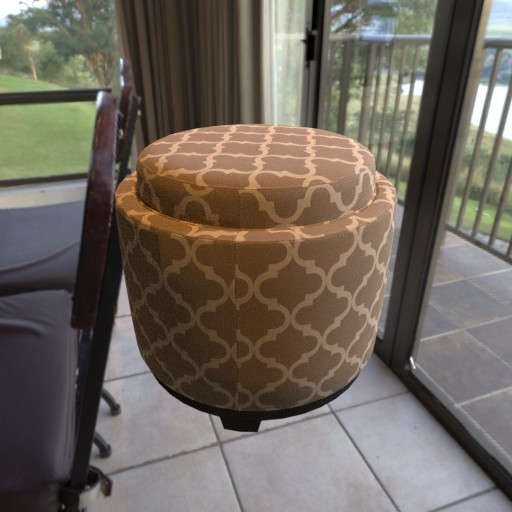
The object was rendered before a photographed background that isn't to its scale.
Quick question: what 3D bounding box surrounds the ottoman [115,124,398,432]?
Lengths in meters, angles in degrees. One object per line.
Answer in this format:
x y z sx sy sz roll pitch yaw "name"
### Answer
0.000 0.000 0.834 0.480 0.429 0.480 0 28 0 "ottoman"
